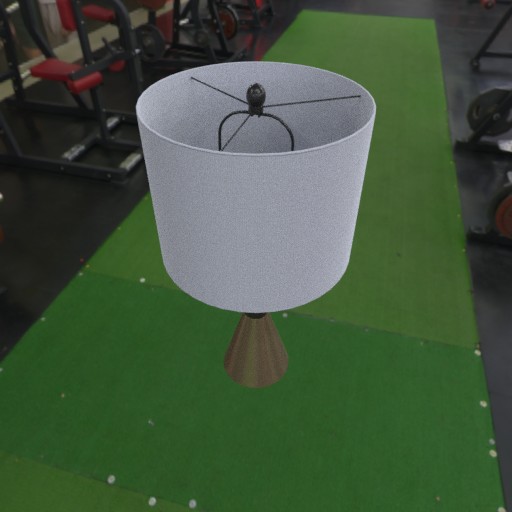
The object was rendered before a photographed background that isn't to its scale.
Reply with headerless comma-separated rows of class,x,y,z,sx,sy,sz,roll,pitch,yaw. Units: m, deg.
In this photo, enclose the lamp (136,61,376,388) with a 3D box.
lamp,0.000,0.000,0.746,0.304,0.573,0.304,12,42,13
